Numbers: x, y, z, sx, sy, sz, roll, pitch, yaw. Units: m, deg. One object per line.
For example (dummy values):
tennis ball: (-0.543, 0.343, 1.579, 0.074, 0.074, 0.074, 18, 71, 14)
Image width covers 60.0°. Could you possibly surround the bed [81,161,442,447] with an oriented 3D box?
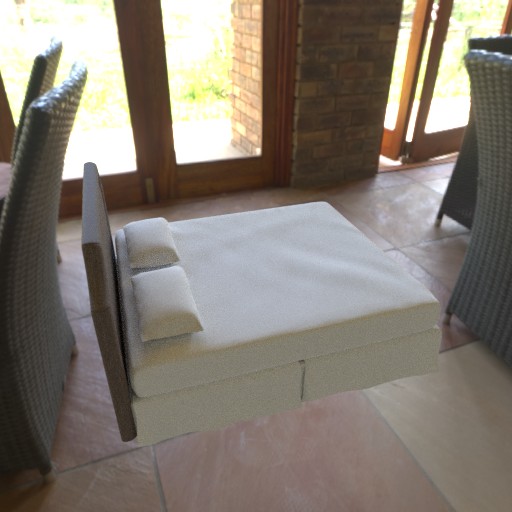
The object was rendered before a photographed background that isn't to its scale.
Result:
bed: (0.000, 0.000, 4.135, 2.773, 1.590, 2.350, -9, 32, -15)
